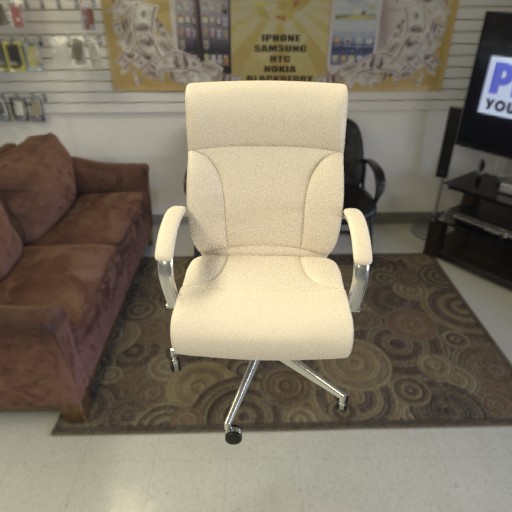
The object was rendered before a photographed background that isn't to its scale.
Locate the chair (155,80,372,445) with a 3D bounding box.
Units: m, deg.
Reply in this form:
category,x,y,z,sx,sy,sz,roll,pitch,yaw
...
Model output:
category,x,y,z,sx,sy,sz,roll,pitch,yaw
chair,0.000,0.000,1.590,0.727,1.099,0.745,1,30,2
